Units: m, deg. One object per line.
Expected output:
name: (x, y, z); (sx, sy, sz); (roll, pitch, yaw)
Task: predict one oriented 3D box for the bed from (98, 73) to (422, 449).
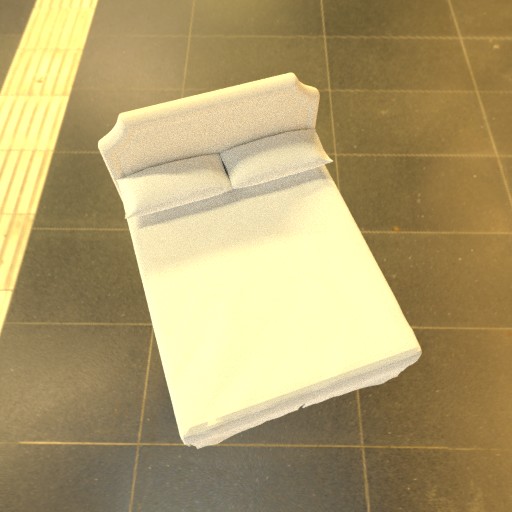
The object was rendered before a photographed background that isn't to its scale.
bed: (0.000, 0.000, 3.898); (2.134, 1.524, 2.548); (-17, 63, -9)
